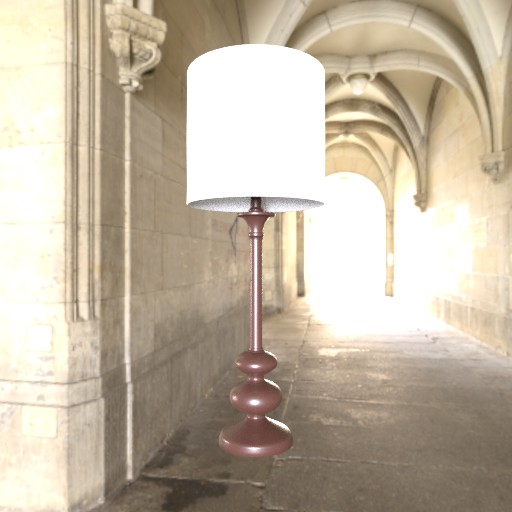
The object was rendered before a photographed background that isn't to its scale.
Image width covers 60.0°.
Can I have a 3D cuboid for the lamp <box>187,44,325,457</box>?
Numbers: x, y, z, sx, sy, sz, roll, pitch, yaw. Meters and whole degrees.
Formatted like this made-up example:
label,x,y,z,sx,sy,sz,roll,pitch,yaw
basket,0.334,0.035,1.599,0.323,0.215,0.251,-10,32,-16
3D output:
label,x,y,z,sx,sy,sz,roll,pitch,yaw
lamp,0.000,0.000,0.824,0.254,0.690,0.254,0,0,-36
